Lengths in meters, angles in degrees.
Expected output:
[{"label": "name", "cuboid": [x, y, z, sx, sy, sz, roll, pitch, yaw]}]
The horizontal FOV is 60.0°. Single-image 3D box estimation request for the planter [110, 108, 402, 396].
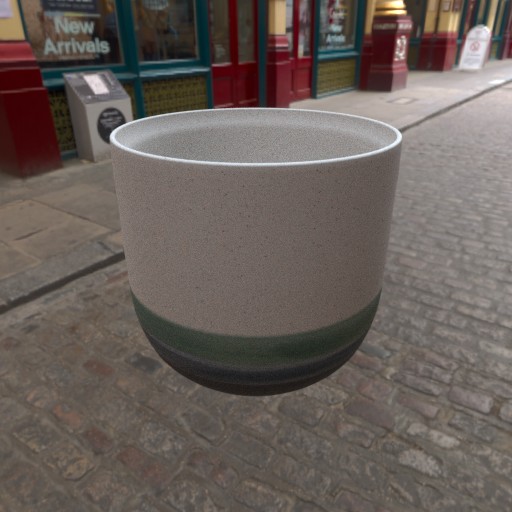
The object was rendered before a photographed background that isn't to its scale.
[{"label": "planter", "cuboid": [0.000, 0.000, 0.478, 0.268, 0.270, 0.268, 0, 26, 0]}]
